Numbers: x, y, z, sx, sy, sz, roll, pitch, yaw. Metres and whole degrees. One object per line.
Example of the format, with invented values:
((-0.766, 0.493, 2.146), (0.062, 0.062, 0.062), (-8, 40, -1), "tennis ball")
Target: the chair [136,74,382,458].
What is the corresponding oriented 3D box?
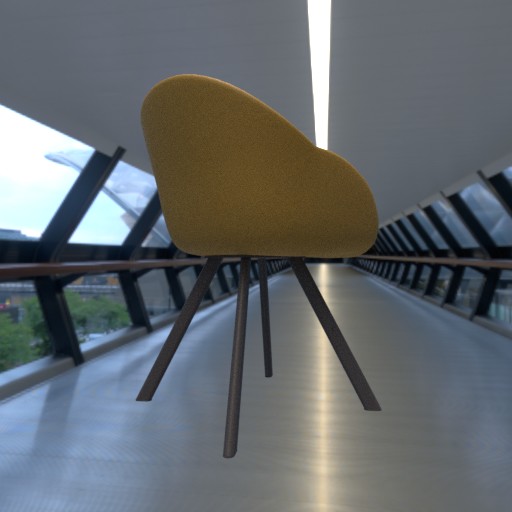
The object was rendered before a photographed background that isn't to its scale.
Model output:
((0.000, 0.000, 1.192), (0.583, 0.793, 0.551), (1, -1, -37), "chair")
